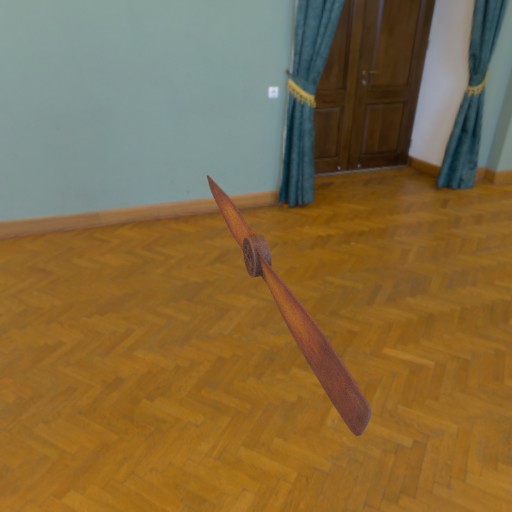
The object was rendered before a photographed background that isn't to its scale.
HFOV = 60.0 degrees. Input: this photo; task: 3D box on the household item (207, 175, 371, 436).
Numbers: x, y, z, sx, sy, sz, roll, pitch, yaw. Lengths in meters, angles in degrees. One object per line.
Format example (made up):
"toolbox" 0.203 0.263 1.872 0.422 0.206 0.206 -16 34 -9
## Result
"household item" 0.000 0.000 1.219 0.051 0.121 1.181 -9 31 -15
